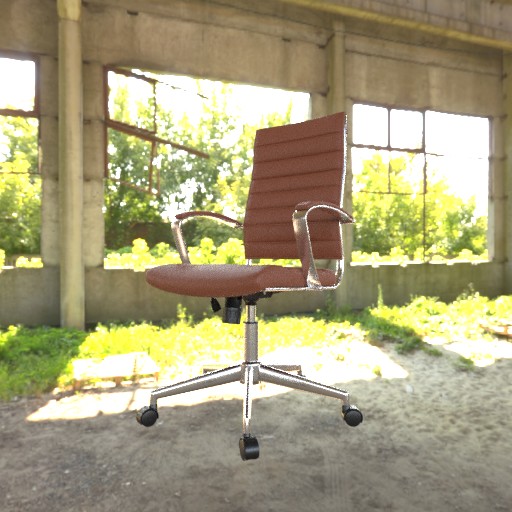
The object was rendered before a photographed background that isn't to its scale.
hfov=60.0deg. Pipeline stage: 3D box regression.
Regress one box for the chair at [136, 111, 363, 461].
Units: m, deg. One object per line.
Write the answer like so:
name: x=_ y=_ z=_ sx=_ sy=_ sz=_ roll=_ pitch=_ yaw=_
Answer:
chair: x=0.000 y=0.000 z=1.646 sx=0.766 sy=1.149 sz=0.739 roll=0 pitch=0 yaw=36
